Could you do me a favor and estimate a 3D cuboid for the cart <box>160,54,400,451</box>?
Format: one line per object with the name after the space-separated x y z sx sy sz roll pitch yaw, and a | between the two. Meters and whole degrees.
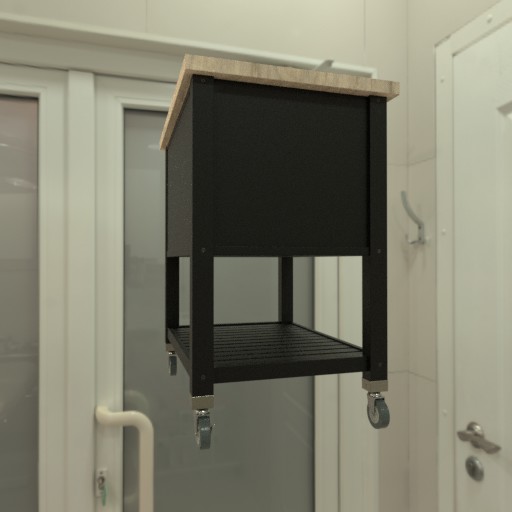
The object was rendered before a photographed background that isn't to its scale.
0.000 0.000 1.465 0.567 0.920 0.797 0 -1 -16 | cart
